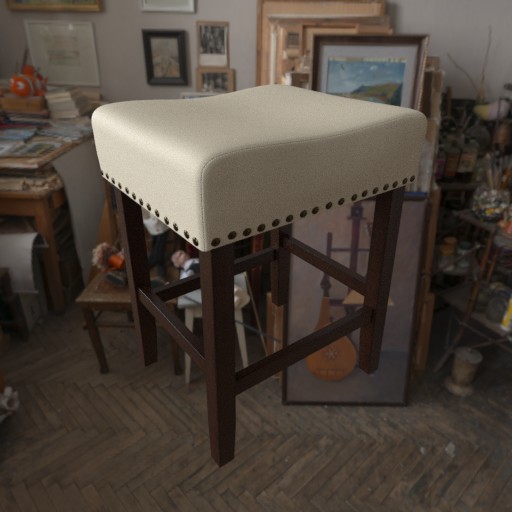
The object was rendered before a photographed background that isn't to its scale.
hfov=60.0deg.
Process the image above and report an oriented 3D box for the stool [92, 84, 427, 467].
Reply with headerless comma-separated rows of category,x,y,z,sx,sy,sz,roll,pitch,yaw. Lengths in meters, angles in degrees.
stool,0.000,0.000,0.932,0.471,0.609,0.401,-20,35,-31
